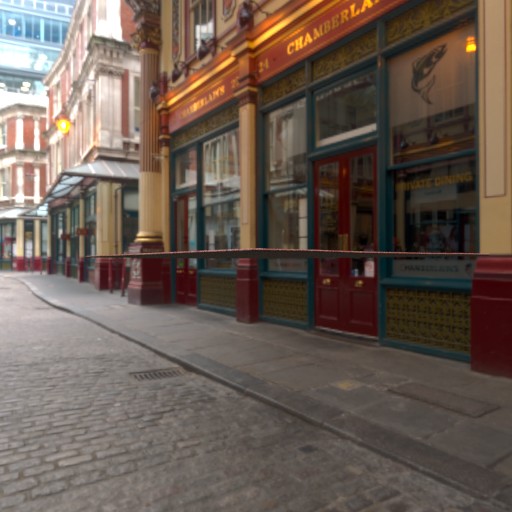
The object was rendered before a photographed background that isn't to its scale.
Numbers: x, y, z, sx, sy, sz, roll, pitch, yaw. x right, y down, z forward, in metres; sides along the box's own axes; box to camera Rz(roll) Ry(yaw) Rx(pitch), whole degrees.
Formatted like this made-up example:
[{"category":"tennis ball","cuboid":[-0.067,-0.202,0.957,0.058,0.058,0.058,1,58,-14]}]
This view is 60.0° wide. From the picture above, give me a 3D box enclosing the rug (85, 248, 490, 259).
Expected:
[{"category":"rug","cuboid":[0.000,0.000,5.126,2.803,0.025,3.965,1,-1,-35]}]
